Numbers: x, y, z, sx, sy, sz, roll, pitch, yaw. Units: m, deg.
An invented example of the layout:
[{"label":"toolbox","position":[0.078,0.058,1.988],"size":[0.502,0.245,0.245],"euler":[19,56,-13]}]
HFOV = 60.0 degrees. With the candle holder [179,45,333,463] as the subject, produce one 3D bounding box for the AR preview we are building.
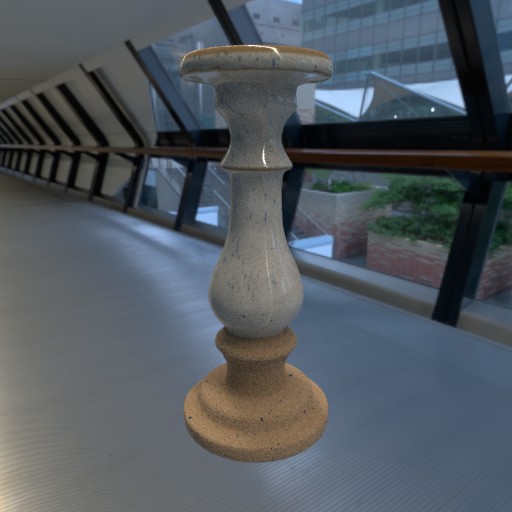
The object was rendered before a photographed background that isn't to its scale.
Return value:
[{"label":"candle holder","position":[0.000,0.000,0.247],"size":[0.088,0.203,0.088],"euler":[0,15,0]}]
